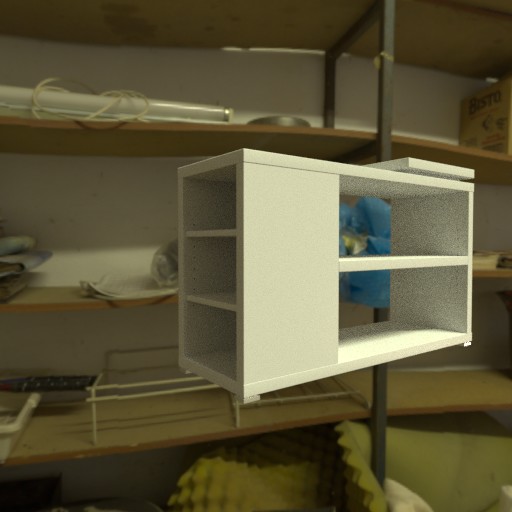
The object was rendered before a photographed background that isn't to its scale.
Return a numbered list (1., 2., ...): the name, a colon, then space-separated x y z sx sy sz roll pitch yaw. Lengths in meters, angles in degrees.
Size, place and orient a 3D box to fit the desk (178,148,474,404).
1. desk: 0.000 0.000 2.167 1.200 0.753 1.524 -1 2 -36
